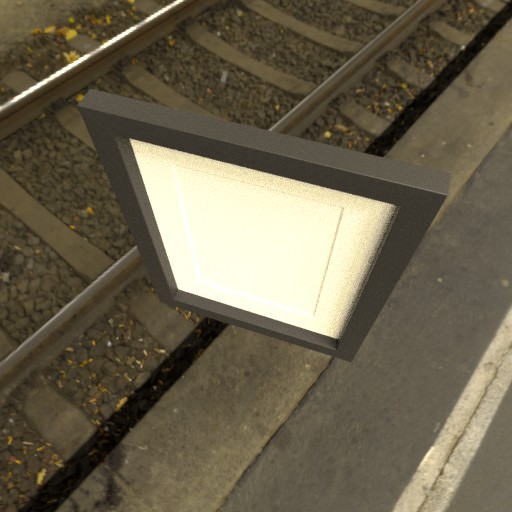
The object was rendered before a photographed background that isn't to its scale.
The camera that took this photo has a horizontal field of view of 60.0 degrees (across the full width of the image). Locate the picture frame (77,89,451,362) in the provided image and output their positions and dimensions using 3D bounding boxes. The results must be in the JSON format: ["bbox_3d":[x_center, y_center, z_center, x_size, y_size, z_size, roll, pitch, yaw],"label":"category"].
[{"bbox_3d":[0.000,0.000,0.520,0.307,0.383,0.036,16,60,10],"label":"picture frame"}]
